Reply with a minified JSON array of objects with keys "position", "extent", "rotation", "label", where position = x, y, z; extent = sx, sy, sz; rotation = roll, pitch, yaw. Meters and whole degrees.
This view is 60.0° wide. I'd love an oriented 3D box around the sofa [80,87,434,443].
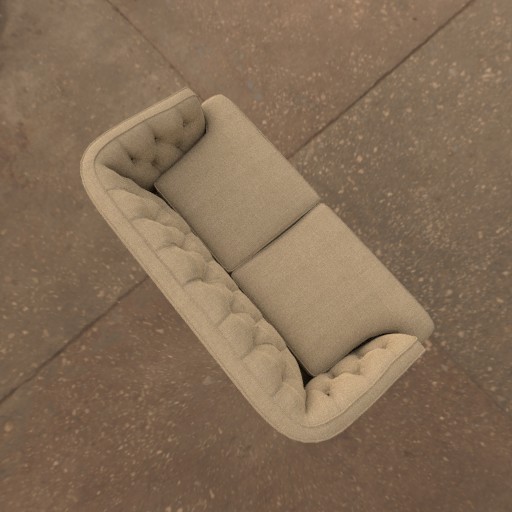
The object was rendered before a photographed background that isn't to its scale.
[{"position":[0.000,0.000,2.303],"extent":[0.941,0.855,1.733],"rotation":[-39,79,-9],"label":"sofa"}]
